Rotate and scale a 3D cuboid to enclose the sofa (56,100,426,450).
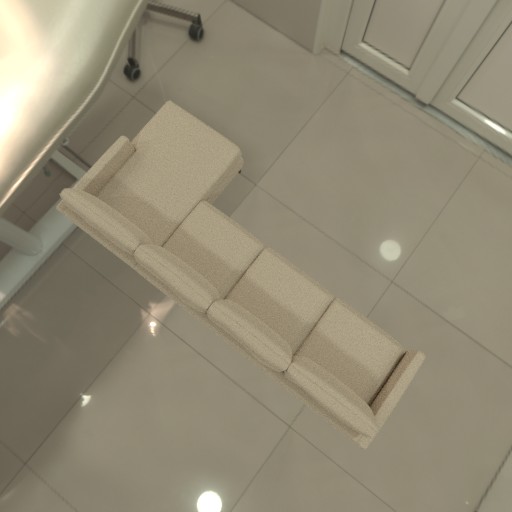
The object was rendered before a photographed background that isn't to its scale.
[{"bbox_3d":[0.000,0.000,3.272,2.731,0.755,1.258,37,79,9],"label":"sofa"}]
